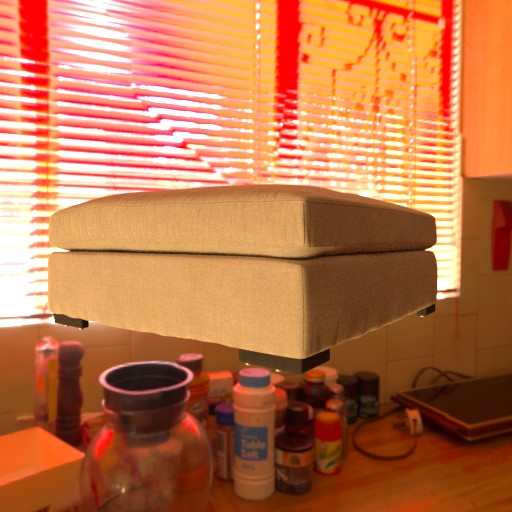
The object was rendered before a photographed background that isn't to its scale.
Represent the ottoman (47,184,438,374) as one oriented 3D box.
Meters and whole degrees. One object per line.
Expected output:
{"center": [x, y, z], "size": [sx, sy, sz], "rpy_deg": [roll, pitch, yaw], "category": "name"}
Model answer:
{"center": [0.000, 0.000, 1.821], "size": [1.171, 0.517, 1.203], "rpy_deg": [2, 3, 37], "category": "ottoman"}
